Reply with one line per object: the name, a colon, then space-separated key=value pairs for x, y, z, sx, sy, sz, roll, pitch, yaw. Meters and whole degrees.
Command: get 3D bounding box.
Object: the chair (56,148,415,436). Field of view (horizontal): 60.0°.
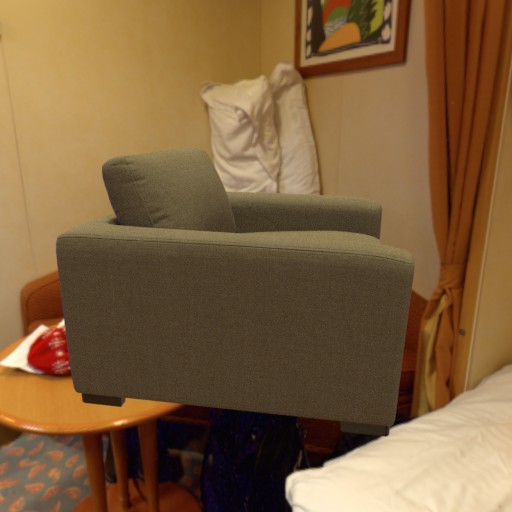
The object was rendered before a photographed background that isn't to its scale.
chair: x=0.000 y=0.000 z=1.837 sx=1.100 sy=0.847 sz=1.070 roll=3 pitch=16 yaw=10
